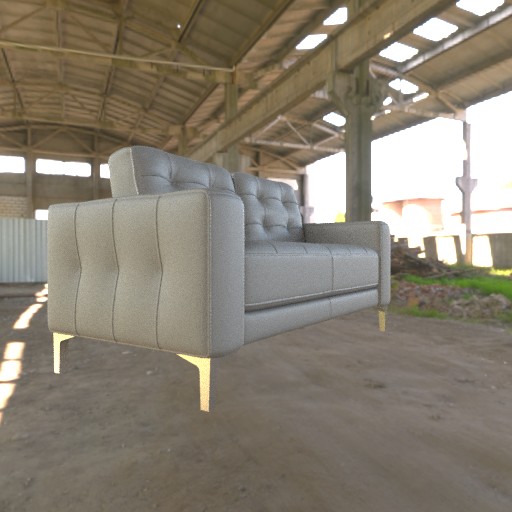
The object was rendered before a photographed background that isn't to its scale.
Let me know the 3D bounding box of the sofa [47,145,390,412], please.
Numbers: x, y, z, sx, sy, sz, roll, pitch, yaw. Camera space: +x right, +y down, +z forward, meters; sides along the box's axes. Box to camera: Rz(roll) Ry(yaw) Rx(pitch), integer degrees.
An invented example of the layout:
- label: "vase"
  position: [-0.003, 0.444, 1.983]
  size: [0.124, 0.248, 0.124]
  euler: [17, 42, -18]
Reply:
- label: "sofa"
  position: [0.000, 0.000, 2.175]
  size: [0.833, 0.892, 1.726]
  euler: [0, 0, 34]
